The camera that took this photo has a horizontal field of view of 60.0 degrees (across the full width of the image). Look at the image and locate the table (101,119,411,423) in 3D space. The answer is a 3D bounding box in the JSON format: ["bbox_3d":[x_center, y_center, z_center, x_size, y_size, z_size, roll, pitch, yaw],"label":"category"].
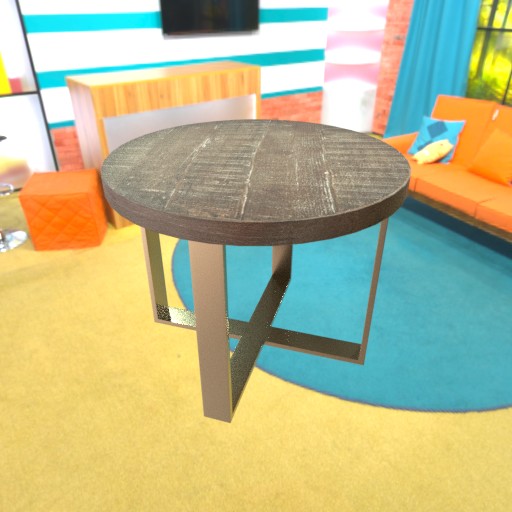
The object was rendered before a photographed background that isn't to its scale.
[{"bbox_3d":[0.000,0.000,0.942,0.557,0.437,0.557,0,31,0],"label":"table"}]
